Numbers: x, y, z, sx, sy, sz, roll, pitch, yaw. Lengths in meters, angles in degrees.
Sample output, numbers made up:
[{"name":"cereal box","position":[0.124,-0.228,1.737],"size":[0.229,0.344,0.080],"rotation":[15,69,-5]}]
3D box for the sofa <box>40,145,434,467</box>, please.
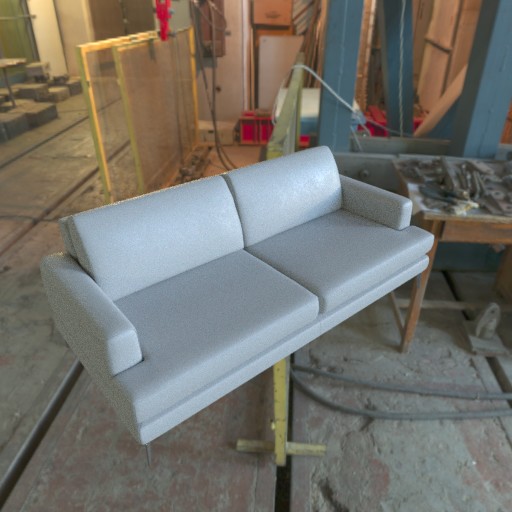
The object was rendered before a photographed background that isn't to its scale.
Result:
[{"name":"sofa","position":[0.000,0.000,2.355],"size":[1.940,0.765,0.974],"rotation":[-23,38,-34]}]
